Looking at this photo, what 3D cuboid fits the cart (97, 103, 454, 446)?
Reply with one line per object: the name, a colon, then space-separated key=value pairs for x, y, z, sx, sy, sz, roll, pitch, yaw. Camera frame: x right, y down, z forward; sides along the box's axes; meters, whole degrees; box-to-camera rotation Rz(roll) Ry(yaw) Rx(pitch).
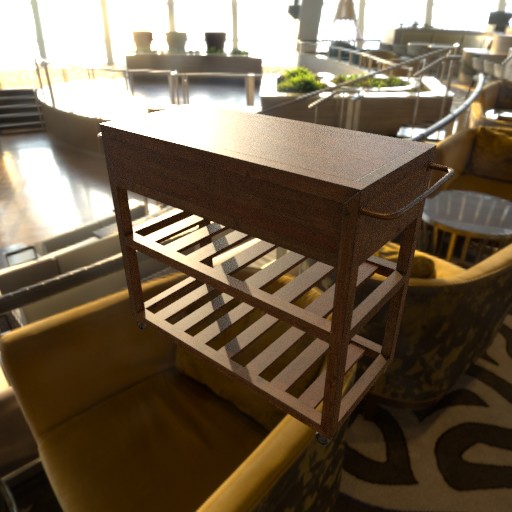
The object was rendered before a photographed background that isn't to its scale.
cart: x=0.000 y=0.000 z=1.504 sx=1.065 sy=0.830 sz=0.445 roll=22 pitch=36 yaw=33
